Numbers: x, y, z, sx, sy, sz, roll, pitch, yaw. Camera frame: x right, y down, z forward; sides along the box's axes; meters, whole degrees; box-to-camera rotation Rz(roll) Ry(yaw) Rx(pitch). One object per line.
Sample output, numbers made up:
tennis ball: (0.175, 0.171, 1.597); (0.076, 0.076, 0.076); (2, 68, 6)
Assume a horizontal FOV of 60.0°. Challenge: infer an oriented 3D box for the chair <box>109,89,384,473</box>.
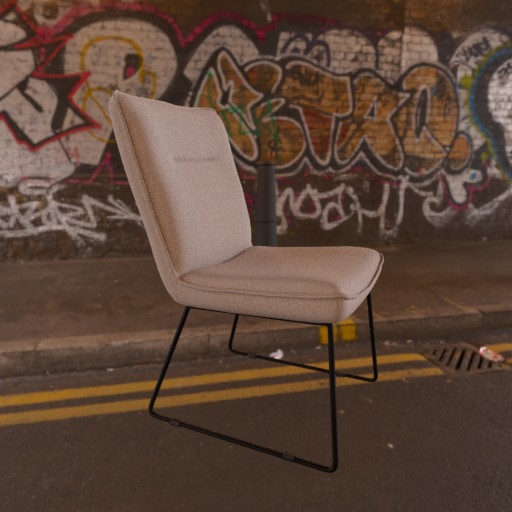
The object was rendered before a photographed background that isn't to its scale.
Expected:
chair: (0.000, 0.000, 1.340); (0.688, 0.930, 0.515); (6, 14, 25)
